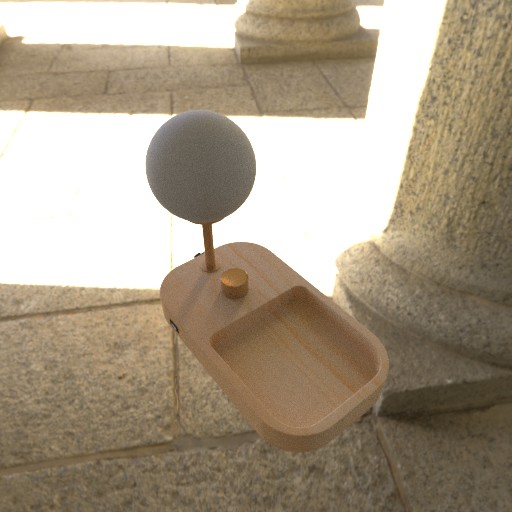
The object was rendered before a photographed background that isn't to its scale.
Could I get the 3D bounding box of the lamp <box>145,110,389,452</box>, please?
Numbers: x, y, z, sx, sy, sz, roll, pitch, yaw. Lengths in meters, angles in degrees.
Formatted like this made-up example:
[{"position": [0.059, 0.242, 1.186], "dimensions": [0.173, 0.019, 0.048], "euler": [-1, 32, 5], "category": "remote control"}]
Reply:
[{"position": [0.000, 0.000, 0.488], "dimensions": [0.173, 0.253, 0.331], "euler": [-27, 48, -27], "category": "lamp"}]
